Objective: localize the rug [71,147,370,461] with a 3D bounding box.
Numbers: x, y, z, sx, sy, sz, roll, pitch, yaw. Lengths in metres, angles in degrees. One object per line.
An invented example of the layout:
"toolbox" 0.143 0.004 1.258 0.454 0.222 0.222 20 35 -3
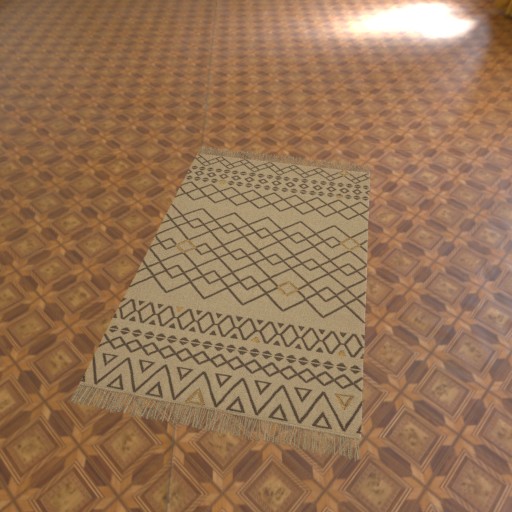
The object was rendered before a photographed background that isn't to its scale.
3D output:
"rug" 0.000 0.000 3.032 1.495 0.035 2.472 8 47 8
